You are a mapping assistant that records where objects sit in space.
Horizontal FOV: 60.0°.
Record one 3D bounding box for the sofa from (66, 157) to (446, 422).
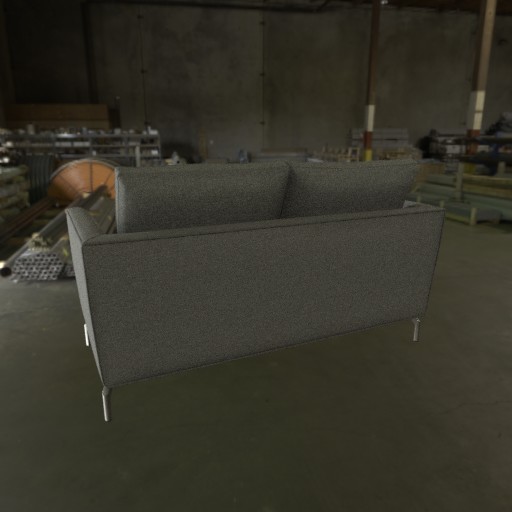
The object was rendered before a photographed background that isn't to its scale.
[{"bbox_3d":[0.000,0.000,2.116,1.594,0.924,0.803,-7,17,-25],"label":"sofa"}]
